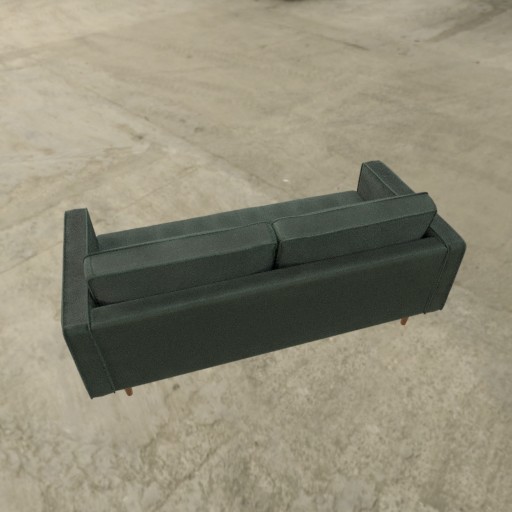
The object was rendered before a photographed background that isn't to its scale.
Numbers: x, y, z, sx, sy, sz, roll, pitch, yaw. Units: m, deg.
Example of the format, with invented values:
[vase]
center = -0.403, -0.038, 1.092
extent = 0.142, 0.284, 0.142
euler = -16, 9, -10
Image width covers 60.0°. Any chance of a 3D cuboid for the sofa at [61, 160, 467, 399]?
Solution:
[sofa]
center = 0.000, 0.000, 2.284
extent = 1.816, 0.781, 0.886
euler = -11, 42, -13
